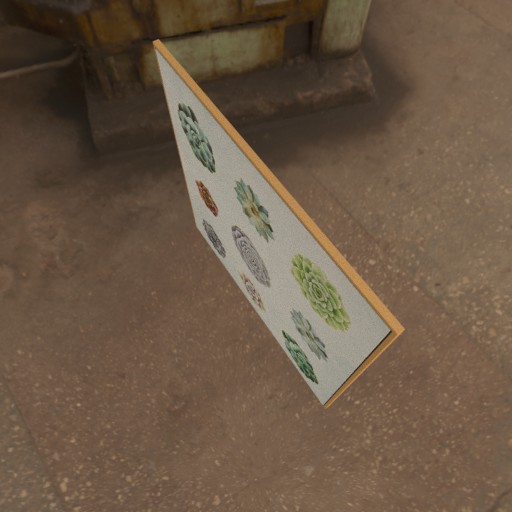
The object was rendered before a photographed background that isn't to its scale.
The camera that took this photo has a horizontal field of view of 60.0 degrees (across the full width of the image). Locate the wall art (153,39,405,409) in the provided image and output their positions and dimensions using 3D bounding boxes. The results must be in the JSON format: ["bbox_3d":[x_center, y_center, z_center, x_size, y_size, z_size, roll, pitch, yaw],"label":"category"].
[{"bbox_3d":[0.000,0.000,0.974,0.014,0.655,0.657,-31,67,-15],"label":"wall art"}]
